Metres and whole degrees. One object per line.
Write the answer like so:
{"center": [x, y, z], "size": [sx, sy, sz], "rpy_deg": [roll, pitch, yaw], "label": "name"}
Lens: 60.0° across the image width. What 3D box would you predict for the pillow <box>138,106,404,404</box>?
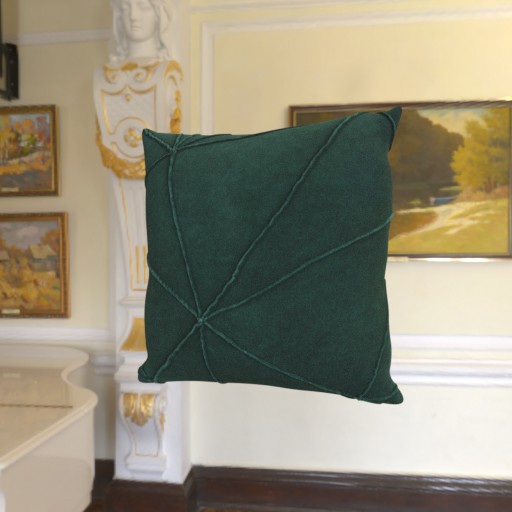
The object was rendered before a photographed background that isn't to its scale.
{"center": [0.000, 0.000, 0.697], "size": [0.439, 0.440, 0.184], "rpy_deg": [0, 0, 19], "label": "pillow"}
